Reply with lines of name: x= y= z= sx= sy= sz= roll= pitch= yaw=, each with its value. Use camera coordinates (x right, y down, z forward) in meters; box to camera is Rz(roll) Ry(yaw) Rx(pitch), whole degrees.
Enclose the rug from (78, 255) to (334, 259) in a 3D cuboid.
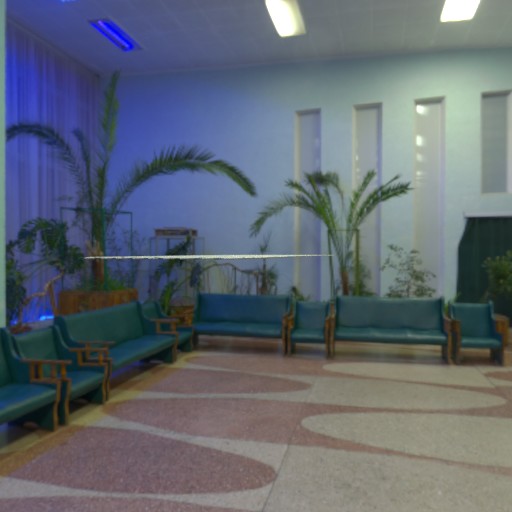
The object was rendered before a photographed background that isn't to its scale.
rug: x=0.000 y=0.000 z=2.600 sx=0.620 sy=0.008 sz=2.372 roll=0 pitch=0 yaw=17
